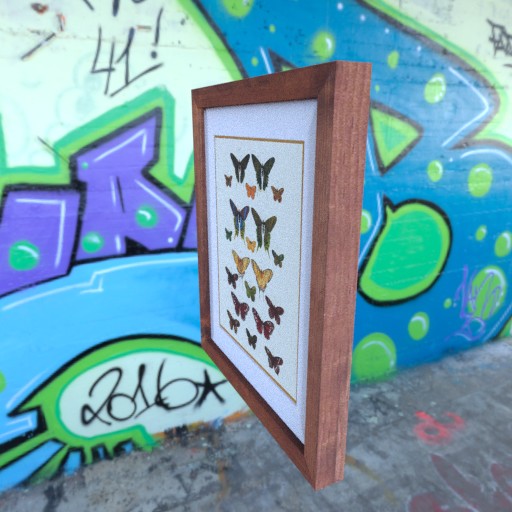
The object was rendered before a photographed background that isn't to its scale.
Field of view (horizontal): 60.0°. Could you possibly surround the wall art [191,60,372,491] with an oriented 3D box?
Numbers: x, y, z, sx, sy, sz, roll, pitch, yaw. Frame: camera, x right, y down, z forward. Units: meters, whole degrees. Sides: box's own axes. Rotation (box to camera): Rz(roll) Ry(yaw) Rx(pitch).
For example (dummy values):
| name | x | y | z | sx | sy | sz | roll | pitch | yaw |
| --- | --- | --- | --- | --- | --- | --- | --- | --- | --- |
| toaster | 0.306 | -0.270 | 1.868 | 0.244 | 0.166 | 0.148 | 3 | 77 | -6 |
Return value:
| name | x | y | z | sx | sy | sz | roll | pitch | yaw |
| --- | --- | --- | --- | --- | --- | --- | --- | --- | --- |
| wall art | 0.000 | 0.000 | 0.607 | 0.039 | 0.449 | 0.377 | -8 | 19 | -25 |
